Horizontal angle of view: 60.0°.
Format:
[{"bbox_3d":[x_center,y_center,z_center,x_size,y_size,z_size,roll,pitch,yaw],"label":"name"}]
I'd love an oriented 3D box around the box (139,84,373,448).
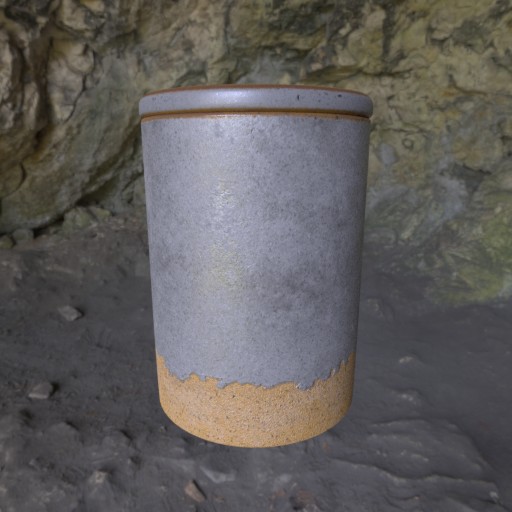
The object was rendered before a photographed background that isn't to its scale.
[{"bbox_3d":[0.000,0.000,0.249,0.118,0.168,0.118,0,14,0],"label":"box"}]
